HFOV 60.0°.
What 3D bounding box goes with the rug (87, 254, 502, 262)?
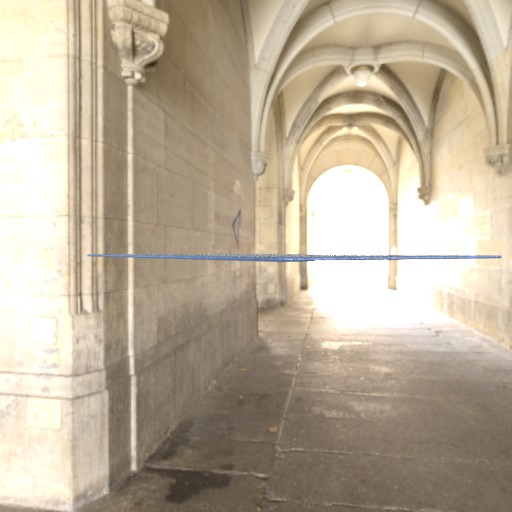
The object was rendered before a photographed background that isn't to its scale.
[{"bbox_3d":[0.000,0.000,2.941,1.526,0.015,2.441,0,1,-36],"label":"rug"}]
